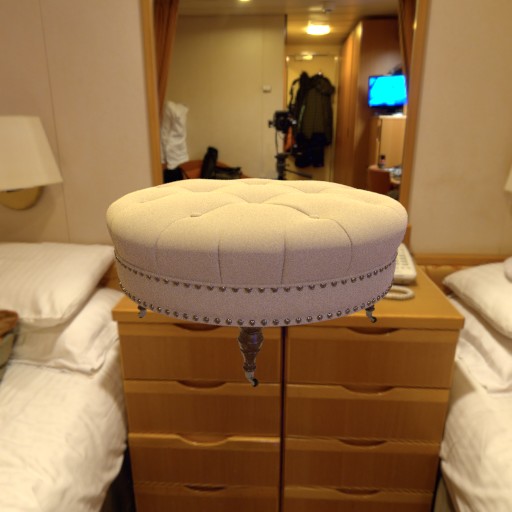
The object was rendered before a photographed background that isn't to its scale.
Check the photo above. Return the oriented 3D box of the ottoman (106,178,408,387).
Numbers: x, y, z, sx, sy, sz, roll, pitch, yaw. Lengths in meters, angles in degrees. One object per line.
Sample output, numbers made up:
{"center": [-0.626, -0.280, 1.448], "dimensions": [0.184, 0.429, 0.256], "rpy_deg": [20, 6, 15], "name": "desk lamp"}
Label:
{"center": [0.000, 0.000, 1.413], "dimensions": [0.901, 0.439, 0.901], "rpy_deg": [0, 17, 0], "name": "ottoman"}
